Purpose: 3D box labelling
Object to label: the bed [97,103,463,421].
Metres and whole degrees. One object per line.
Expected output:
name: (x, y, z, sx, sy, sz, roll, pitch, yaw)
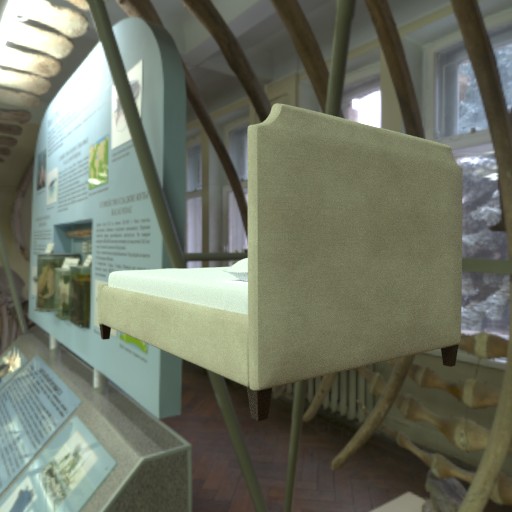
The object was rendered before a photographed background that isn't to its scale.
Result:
bed: (0.000, 0.000, 3.365, 1.712, 1.443, 2.372, -1, 1, -36)
